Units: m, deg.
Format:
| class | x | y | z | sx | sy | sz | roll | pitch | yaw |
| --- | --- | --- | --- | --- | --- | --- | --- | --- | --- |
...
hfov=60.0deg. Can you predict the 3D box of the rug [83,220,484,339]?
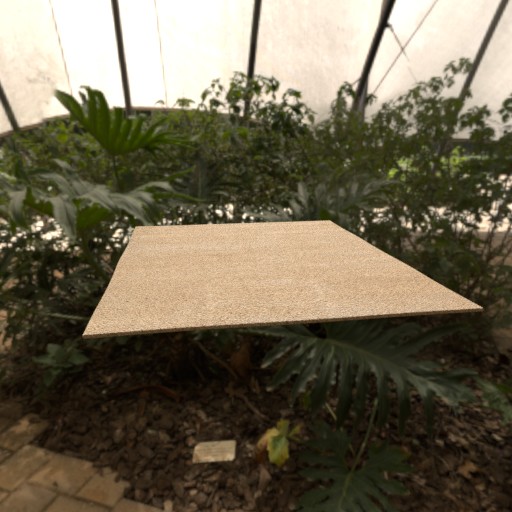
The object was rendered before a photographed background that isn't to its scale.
| class | x | y | z | sx | sy | sz | roll | pitch | yaw |
| --- | --- | --- | --- | --- | --- | --- | --- | --- | --- |
| rug | 0.000 | 0.000 | 4.018 | 2.400 | 0.025 | 3.000 | -2 | 15 | -9 |
